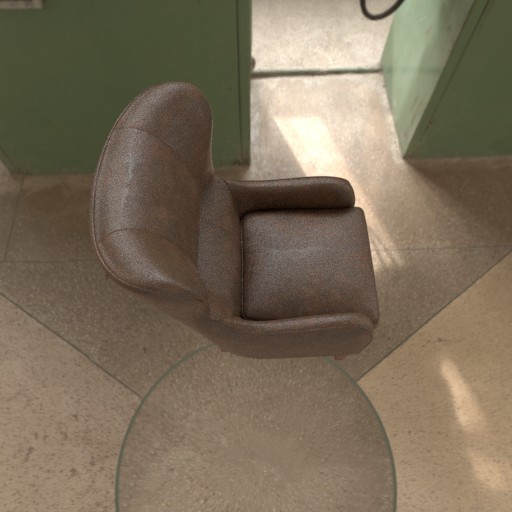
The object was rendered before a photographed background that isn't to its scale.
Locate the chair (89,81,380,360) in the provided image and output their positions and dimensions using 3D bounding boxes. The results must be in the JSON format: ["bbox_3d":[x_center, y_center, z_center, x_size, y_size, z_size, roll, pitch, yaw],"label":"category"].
[{"bbox_3d":[0.000,0.000,1.637,0.914,1.048,0.692,-1,64,-1],"label":"chair"}]
